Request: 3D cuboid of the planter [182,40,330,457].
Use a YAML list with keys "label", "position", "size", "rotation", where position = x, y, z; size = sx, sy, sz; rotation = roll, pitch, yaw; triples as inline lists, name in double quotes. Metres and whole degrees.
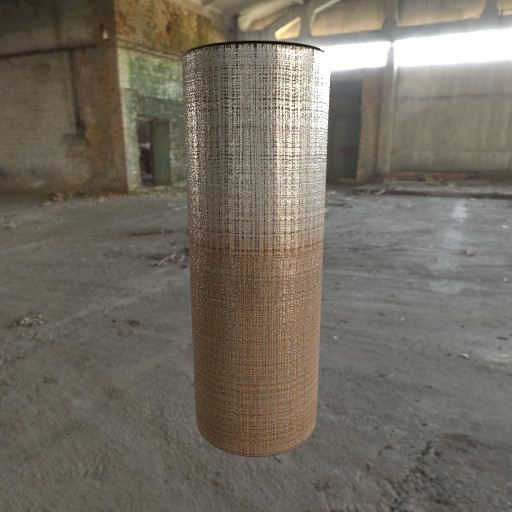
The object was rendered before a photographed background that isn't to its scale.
- label: "planter"
  position: [0.000, 0.000, 0.332]
  size: [0.099, 0.278, 0.099]
  rotation: [7, 16, 25]
